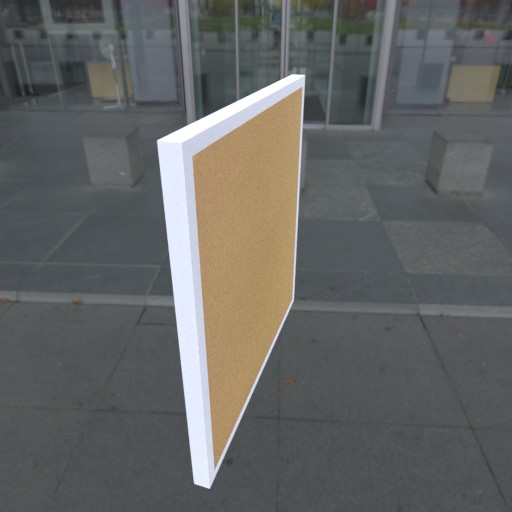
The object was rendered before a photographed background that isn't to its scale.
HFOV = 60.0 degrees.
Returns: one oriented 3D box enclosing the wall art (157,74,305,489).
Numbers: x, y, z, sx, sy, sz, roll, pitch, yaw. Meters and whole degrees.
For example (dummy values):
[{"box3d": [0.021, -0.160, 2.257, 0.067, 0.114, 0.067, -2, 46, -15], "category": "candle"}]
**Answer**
[{"box3d": [0.000, 0.000, 1.111, 0.038, 0.761, 0.763, 9, 30, 16], "category": "wall art"}]
